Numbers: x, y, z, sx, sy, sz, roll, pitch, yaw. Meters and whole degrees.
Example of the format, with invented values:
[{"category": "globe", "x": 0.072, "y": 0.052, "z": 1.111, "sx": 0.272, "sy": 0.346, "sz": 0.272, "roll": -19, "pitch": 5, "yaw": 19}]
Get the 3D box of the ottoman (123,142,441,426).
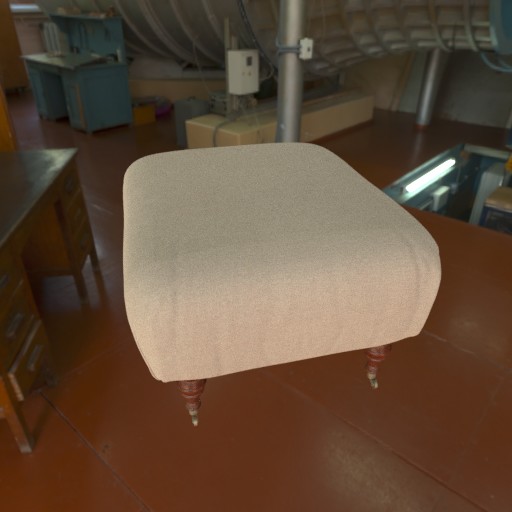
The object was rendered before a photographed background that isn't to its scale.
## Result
[{"category": "ottoman", "x": 0.000, "y": 0.000, "z": 1.168, "sx": 0.639, "sy": 0.450, "sz": 0.746, "roll": -8, "pitch": 32, "yaw": -12}]
